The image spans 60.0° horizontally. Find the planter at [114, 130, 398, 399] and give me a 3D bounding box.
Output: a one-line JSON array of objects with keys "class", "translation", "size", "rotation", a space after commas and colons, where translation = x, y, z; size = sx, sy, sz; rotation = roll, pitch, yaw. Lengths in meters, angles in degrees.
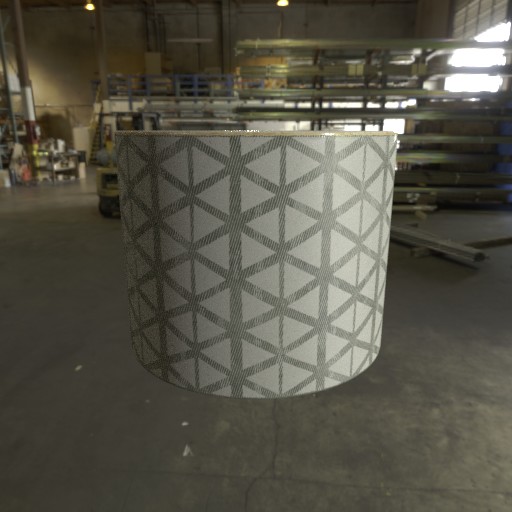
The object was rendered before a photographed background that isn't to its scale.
[{"class": "planter", "translation": [0.000, 0.000, 0.334], "size": [0.190, 0.181, 0.190], "rotation": [0, 16, 0]}]
